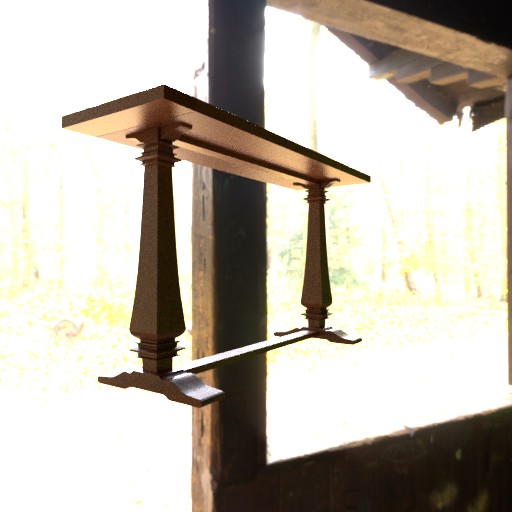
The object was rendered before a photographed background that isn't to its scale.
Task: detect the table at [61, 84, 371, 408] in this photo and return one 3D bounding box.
[{"bbox_3d":[0.000,0.000,1.846,0.461,0.852,1.478,0,-1,34],"label":"table"}]
